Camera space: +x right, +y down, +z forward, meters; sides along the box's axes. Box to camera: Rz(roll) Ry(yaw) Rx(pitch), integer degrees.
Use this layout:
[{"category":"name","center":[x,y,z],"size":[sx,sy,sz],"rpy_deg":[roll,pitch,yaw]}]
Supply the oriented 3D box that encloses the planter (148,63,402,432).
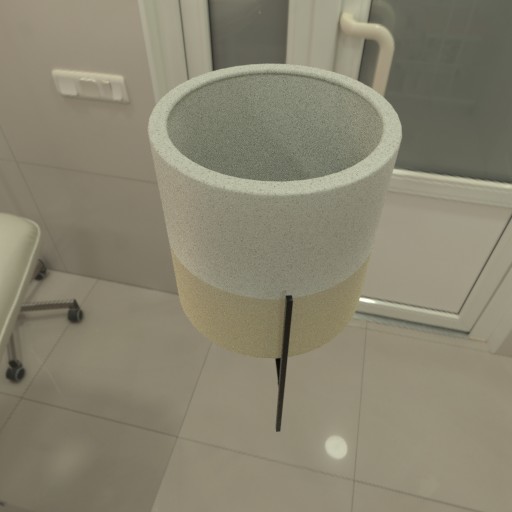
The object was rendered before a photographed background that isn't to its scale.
[{"category":"planter","center":[0.000,0.000,0.540],"size":[0.267,0.362,0.263],"rpy_deg":[10,47,9]}]
